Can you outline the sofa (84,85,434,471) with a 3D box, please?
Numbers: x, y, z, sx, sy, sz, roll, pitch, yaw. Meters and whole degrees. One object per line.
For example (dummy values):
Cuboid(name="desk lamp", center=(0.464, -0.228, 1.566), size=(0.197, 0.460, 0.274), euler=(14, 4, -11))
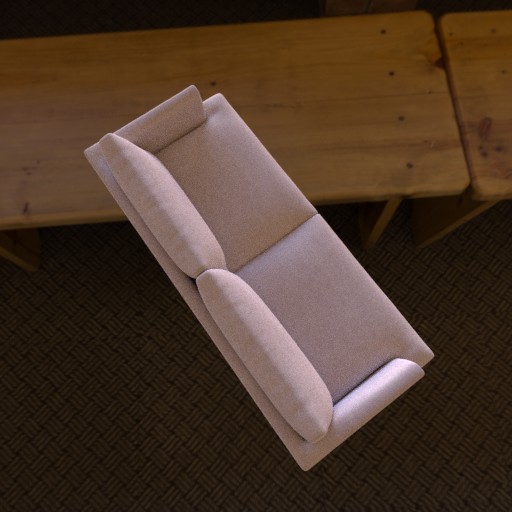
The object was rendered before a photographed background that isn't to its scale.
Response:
Cuboid(name="sofa", center=(0.000, 0.000, 2.770), size=(1.020, 0.868, 2.250), euler=(-35, 77, -9))
